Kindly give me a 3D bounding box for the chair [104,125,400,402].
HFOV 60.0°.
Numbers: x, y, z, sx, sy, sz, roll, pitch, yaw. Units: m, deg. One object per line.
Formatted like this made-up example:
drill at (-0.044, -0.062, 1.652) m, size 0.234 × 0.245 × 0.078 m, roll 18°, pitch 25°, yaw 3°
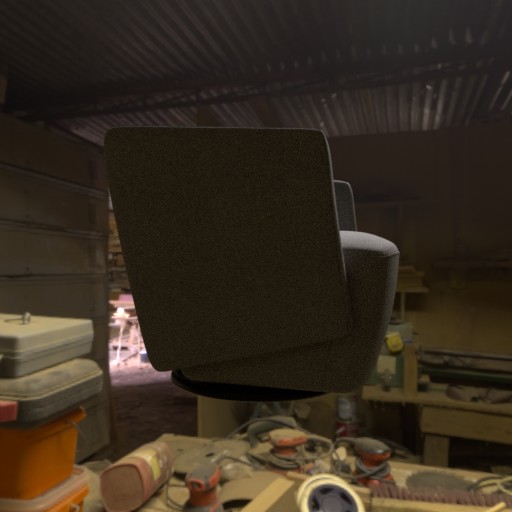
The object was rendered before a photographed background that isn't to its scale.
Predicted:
chair at (0.000, 0.000, 1.601) m, size 0.986 × 0.861 × 0.822 m, roll 0°, pitch -2°, yaw 17°
